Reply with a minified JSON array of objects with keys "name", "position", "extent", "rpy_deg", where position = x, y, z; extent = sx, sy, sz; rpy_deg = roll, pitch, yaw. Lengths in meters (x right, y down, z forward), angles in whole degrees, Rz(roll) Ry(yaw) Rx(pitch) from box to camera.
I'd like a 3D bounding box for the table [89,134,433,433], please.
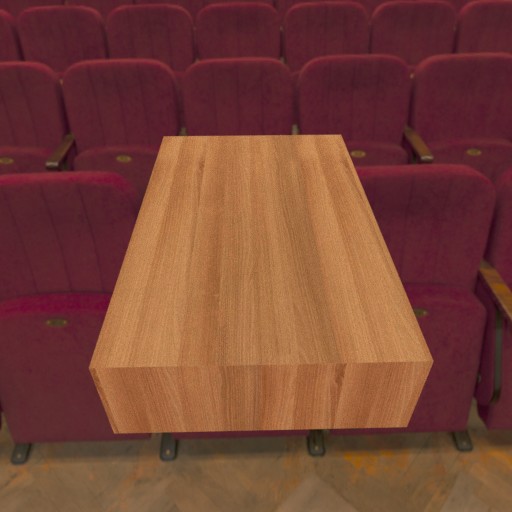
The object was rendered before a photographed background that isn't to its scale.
[{"name":"table","position":[0.000,0.000,1.429],"extent":[0.700,0.330,1.100],"rpy_deg":[-1,39,-1]}]
